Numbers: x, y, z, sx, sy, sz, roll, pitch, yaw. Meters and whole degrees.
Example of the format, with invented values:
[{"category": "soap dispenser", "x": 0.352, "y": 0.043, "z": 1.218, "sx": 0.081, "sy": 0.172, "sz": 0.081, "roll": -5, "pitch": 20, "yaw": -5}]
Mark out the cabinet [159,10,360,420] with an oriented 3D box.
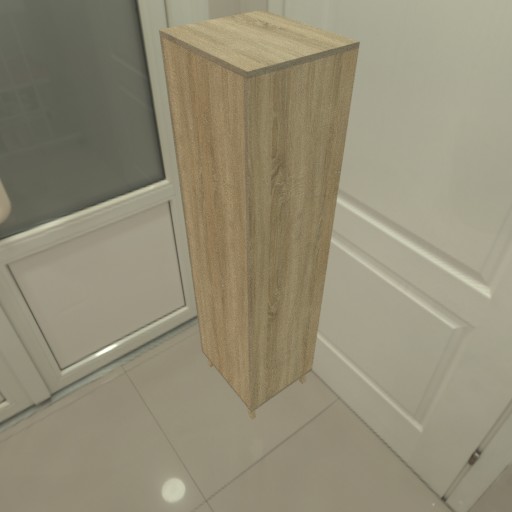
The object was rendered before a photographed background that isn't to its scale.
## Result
[{"category": "cabinet", "x": 0.000, "y": 0.000, "z": 2.123, "sx": 0.450, "sy": 1.960, "sz": 0.510, "roll": -27, "pitch": 48, "yaw": -27}]
